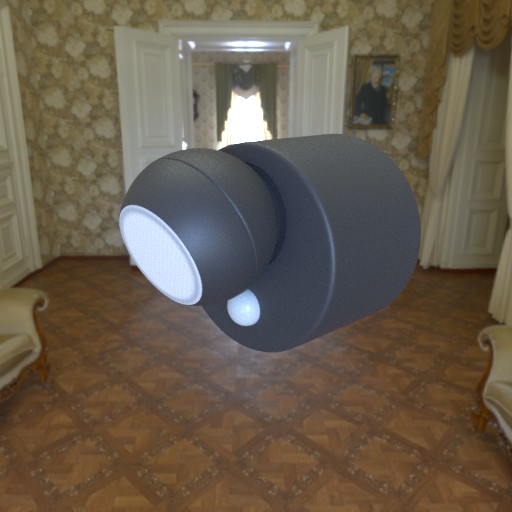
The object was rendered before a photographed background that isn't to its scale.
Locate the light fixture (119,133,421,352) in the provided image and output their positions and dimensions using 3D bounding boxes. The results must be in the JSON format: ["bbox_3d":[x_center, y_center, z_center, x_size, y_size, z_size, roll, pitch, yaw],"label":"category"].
[{"bbox_3d":[0.000,0.000,0.266,0.134,0.143,0.160,13,20,41],"label":"light fixture"}]
